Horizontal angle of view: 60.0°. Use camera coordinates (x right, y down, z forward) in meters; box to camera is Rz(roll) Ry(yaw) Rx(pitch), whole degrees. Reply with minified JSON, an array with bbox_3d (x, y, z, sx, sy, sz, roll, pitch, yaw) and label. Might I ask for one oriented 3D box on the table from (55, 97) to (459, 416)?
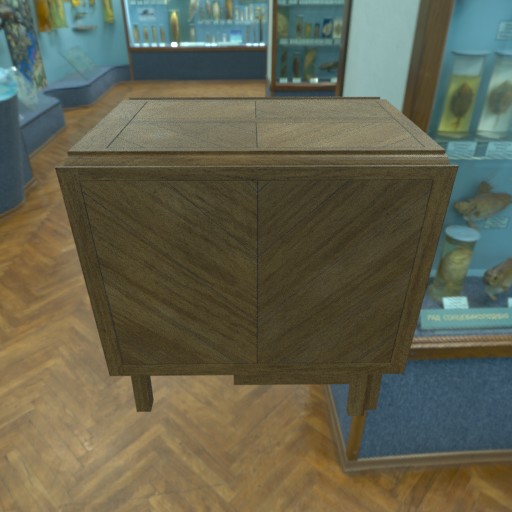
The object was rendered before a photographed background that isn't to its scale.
[{"bbox_3d":[0.000,0.000,1.264,0.746,0.763,0.591,0,32,-1],"label":"table"}]
